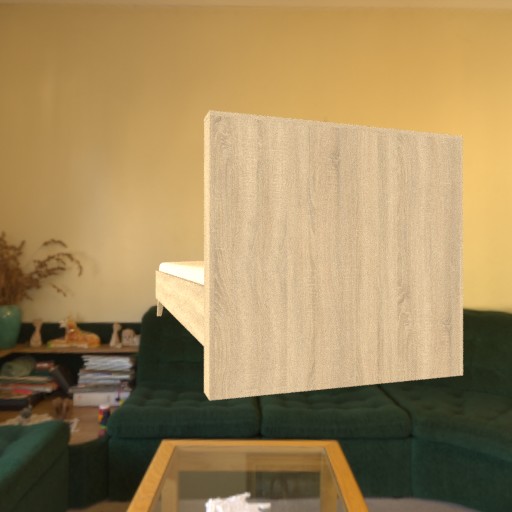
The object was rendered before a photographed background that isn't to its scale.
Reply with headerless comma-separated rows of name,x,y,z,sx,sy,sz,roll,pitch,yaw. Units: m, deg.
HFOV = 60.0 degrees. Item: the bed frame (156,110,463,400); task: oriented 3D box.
bed frame,0.000,0.000,2.574,0.990,0.920,2.140,0,0,-18
